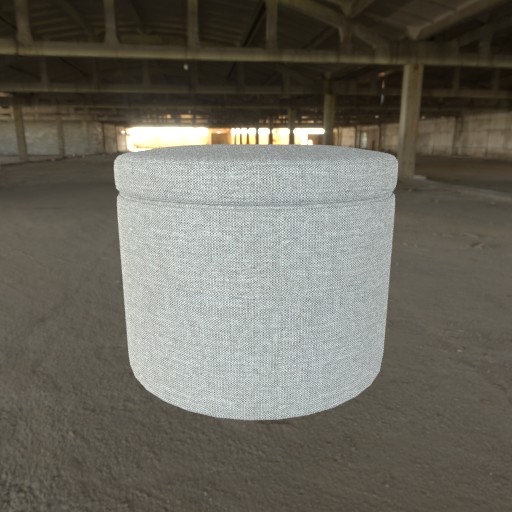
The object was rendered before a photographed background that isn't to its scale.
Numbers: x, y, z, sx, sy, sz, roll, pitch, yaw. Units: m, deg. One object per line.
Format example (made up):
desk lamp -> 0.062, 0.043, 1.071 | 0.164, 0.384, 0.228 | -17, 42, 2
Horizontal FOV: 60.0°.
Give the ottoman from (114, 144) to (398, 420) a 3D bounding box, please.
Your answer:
ottoman -> 0.000, 0.000, 0.860 | 0.500, 0.419, 0.500 | 0, 15, 0
